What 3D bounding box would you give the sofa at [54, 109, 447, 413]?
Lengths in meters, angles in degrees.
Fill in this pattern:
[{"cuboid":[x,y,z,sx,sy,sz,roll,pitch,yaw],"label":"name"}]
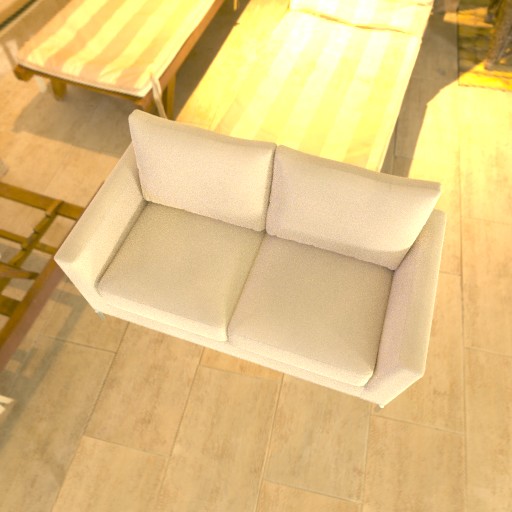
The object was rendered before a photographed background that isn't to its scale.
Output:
[{"cuboid":[0.000,0.000,2.323,1.739,0.995,0.906,16,60,10],"label":"sofa"}]
